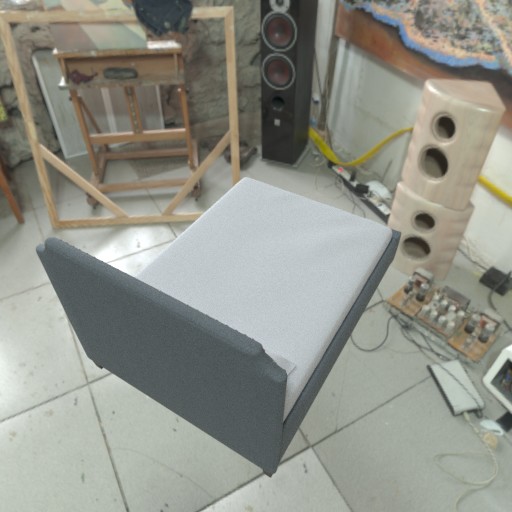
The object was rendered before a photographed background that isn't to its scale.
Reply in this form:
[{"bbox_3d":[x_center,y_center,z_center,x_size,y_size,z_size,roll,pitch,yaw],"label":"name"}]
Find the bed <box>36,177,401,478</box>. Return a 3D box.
[{"bbox_3d":[0.000,0.000,3.452,1.712,1.443,2.372,23,49,22],"label":"bed"}]
